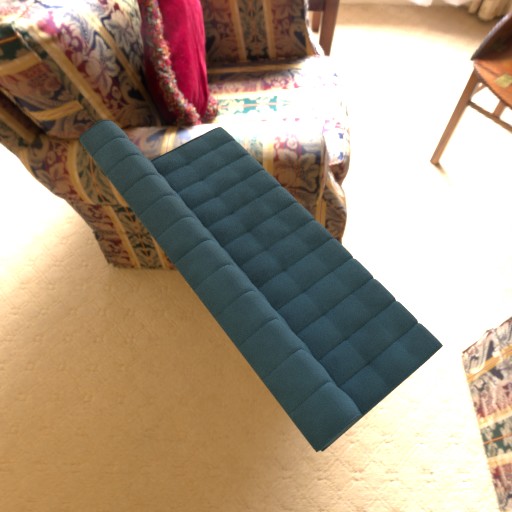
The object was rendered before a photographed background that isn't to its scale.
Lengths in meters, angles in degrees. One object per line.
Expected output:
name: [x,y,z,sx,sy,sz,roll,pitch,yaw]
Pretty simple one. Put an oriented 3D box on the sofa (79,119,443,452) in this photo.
sofa: [0.000,0.000,2.277,0.855,0.813,1.804,-33,64,-18]
